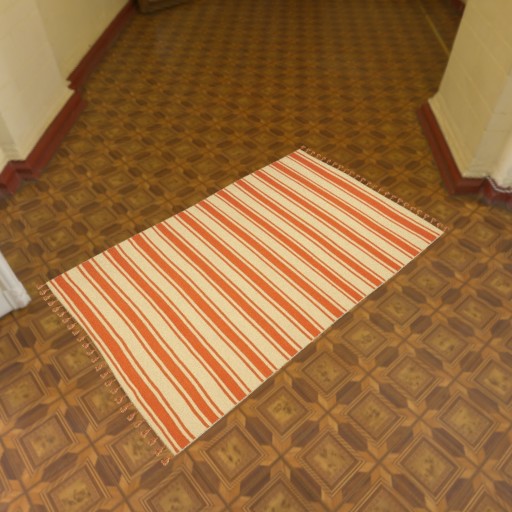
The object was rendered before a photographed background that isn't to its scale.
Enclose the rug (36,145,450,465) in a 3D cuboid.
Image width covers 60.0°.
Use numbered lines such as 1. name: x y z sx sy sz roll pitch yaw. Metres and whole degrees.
1. rug: 0.000 0.000 2.542 2.092 0.017 1.232 -33 55 -27
